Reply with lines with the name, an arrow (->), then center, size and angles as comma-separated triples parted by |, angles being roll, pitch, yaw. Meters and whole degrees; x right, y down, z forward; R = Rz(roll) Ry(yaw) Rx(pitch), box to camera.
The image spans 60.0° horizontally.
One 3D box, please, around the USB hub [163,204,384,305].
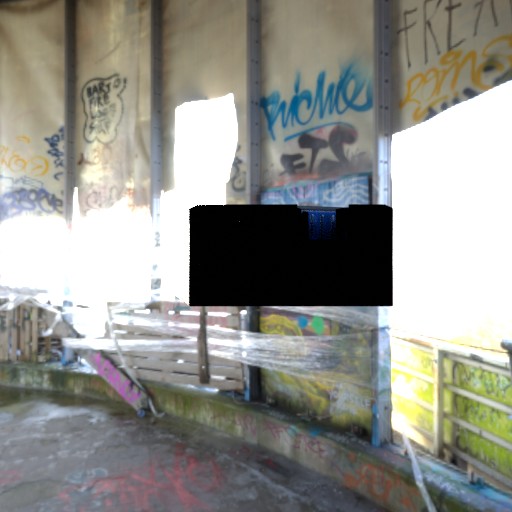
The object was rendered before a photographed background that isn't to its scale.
USB hub -> 0.000, 0.000, 0.127 | 0.044, 0.023, 0.110 | 0, 0, -17
